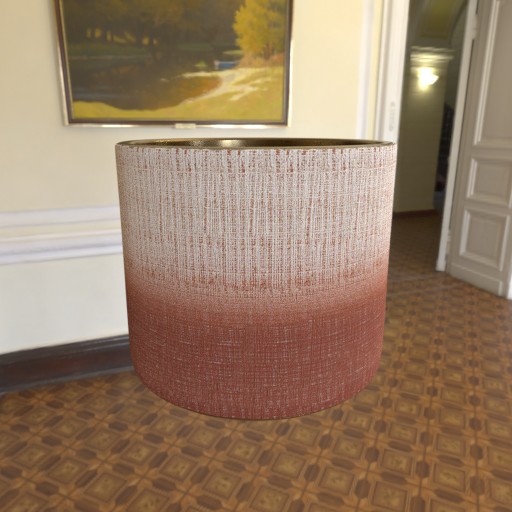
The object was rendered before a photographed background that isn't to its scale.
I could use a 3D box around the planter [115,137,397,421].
[{"bbox_3d":[0.000,0.000,0.439,0.254,0.221,0.254,0,16,0],"label":"planter"}]
